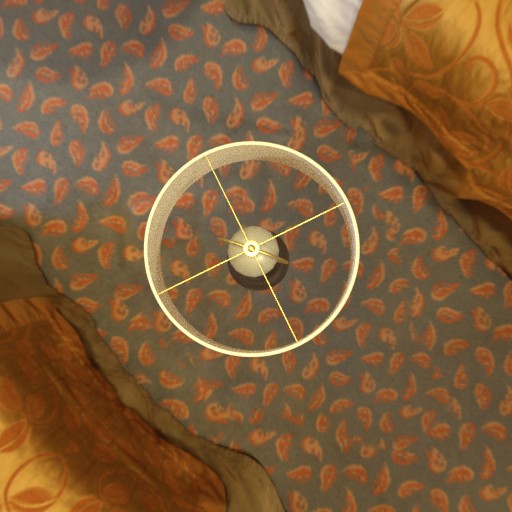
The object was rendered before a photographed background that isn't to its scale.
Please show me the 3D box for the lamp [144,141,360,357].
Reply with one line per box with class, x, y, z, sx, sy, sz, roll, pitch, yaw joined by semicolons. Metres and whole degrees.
lamp;0.000;0.000;0.831;0.335;0.611;0.335;0;88;1
